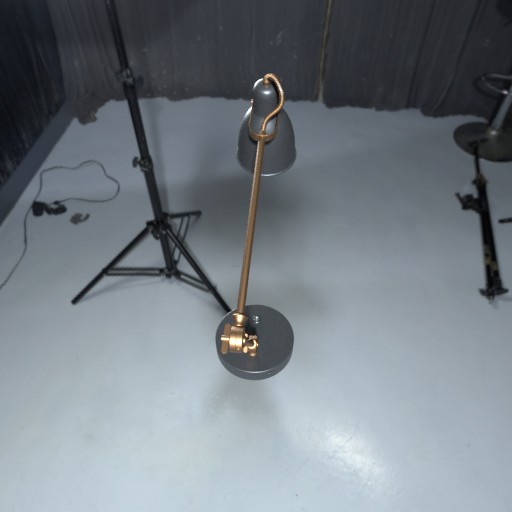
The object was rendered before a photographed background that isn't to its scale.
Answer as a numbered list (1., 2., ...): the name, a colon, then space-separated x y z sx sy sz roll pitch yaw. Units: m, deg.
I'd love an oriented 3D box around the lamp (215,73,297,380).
1. lamp: 0.000 0.000 0.881 0.187 0.587 0.561 4 49 4
